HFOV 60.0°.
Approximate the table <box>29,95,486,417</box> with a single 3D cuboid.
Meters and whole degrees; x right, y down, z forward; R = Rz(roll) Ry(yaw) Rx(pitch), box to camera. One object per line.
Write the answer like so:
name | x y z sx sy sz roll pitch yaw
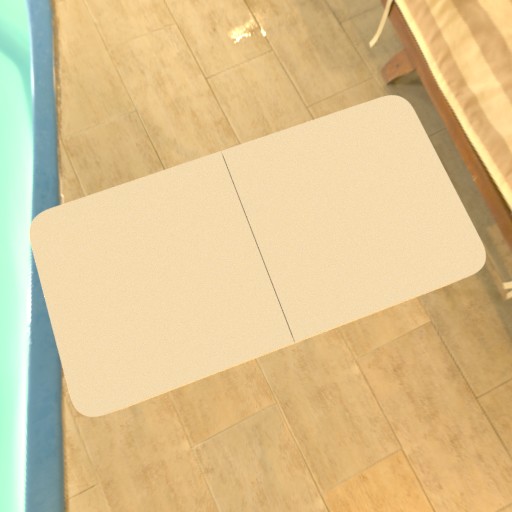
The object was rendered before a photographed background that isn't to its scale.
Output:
table | 0.000 0.000 1.421 1.200 0.340 0.600 -20 77 -5
